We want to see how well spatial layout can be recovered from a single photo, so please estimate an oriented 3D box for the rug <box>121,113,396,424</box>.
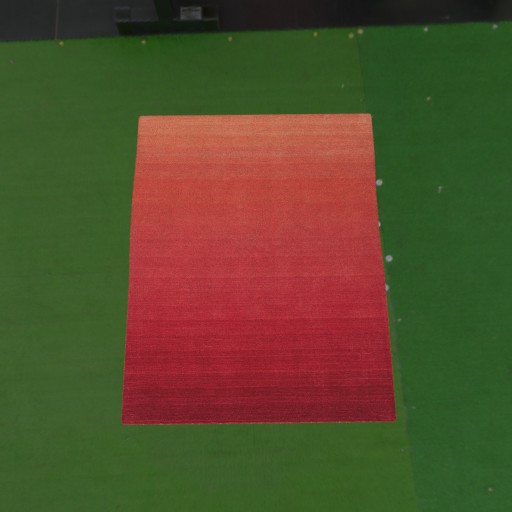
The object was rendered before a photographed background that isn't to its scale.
[{"bbox_3d":[0.000,0.000,4.081,2.340,0.028,2.905,-1,76,0],"label":"rug"}]
